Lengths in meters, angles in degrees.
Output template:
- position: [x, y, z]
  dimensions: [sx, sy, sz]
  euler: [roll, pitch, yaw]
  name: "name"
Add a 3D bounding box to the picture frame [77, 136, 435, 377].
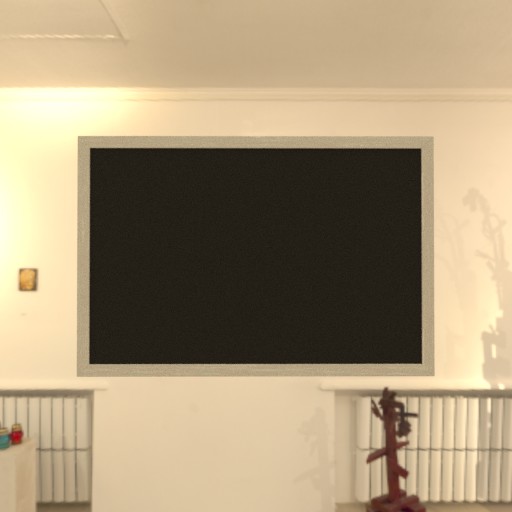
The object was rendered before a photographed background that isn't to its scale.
- position: [0.000, 0.000, 1.195]
  dimensions: [0.950, 0.640, 0.029]
  euler: [0, -1, 0]
  name: "picture frame"
